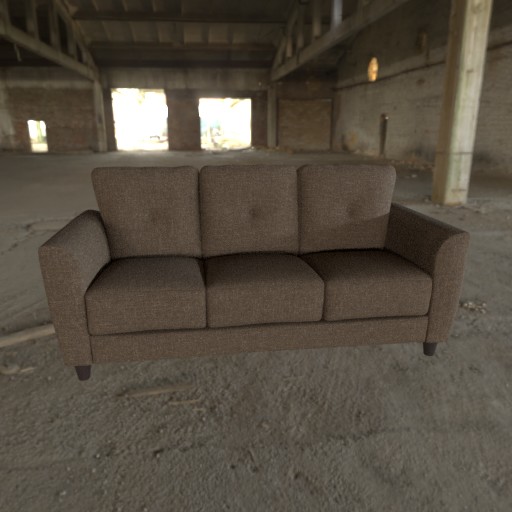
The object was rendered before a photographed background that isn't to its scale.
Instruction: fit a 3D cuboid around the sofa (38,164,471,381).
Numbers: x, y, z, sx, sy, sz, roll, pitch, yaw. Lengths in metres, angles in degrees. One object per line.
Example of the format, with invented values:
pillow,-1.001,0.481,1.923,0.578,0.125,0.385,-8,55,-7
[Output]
sofa,0.000,0.000,2.285,1.847,0.891,0.837,-2,16,-7
